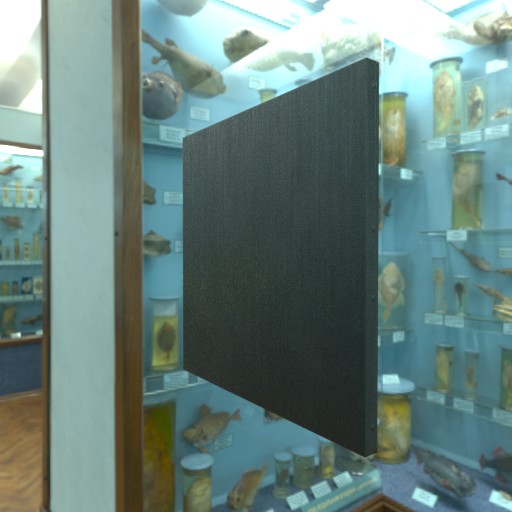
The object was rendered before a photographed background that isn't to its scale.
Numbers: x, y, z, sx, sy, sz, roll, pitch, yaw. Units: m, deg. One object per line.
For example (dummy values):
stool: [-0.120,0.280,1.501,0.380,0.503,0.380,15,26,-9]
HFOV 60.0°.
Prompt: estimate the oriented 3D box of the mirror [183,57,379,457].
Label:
mirror: [0.000,0.000,0.581,0.020,0.381,0.382,-1,1,-36]
